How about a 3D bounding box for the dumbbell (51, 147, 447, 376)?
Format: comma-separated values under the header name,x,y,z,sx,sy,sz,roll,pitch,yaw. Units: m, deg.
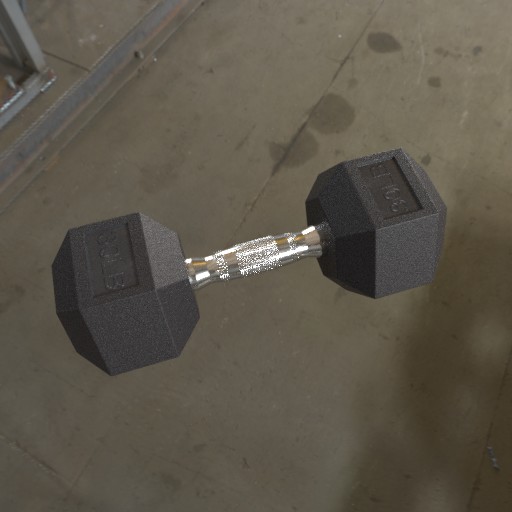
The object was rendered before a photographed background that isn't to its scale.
name,x,y,z,sx,sy,sz,roll,pitch,yaw
dumbbell,0.000,0.000,0.408,0.337,0.123,0.142,-15,64,-8
